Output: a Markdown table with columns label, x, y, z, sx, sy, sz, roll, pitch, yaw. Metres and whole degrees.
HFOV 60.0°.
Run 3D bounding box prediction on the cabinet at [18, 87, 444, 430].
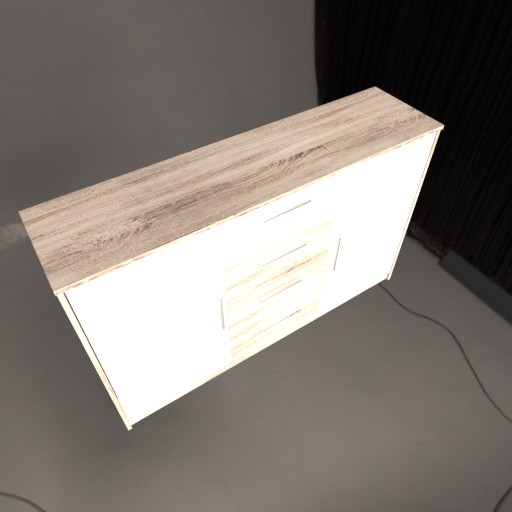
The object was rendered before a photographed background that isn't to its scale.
| label | x | y | z | sx | sy | sz | roll | pitch | yaw |
| --- | --- | --- | --- | --- | --- | --- | --- | --- | --- |
| cabinet | 0.000 | 0.000 | 1.816 | 1.450 | 0.900 | 0.380 | -26 | 52 | -22 |
